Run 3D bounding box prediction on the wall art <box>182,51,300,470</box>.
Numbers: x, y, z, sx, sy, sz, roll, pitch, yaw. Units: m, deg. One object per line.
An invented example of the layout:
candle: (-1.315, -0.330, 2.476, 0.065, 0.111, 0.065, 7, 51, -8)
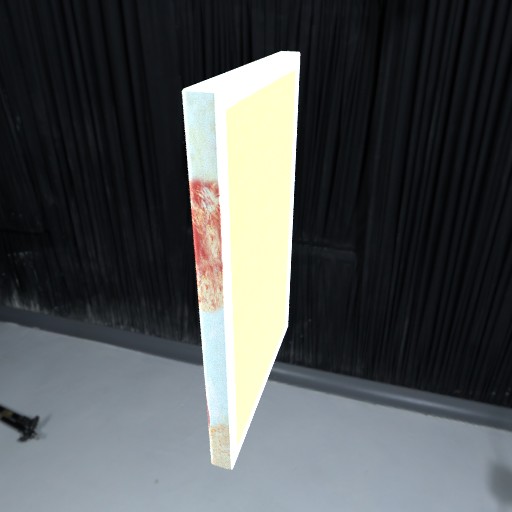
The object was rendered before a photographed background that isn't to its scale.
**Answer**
wall art: (0.000, 0.000, 0.767, 0.038, 0.610, 0.401, 9, 31, 15)
